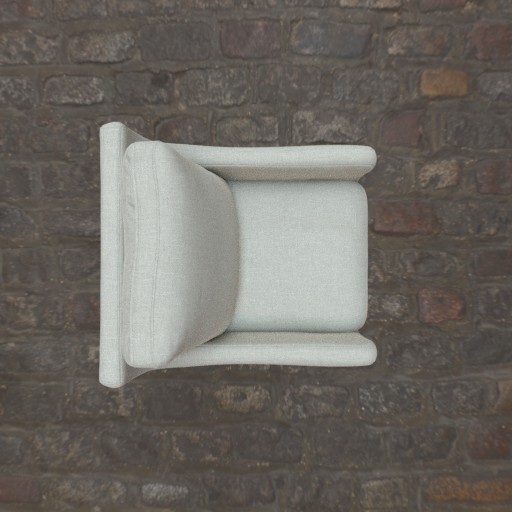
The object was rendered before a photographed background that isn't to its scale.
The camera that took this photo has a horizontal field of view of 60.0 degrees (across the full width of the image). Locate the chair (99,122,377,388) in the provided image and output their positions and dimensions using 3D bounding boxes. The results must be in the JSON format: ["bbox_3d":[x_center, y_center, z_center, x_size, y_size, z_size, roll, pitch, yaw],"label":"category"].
[{"bbox_3d":[0.000,0.000,1.370,0.694,0.914,0.626,0,90,0],"label":"chair"}]
